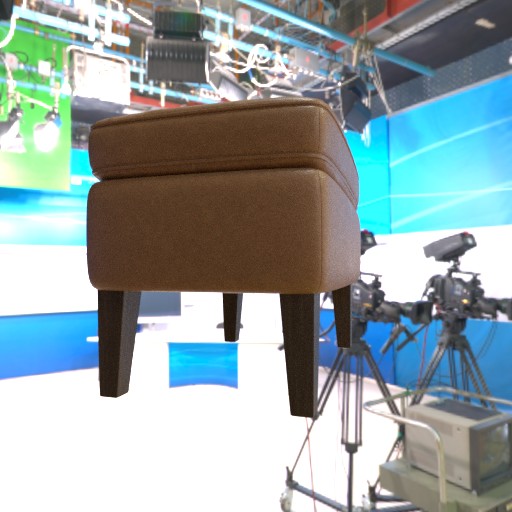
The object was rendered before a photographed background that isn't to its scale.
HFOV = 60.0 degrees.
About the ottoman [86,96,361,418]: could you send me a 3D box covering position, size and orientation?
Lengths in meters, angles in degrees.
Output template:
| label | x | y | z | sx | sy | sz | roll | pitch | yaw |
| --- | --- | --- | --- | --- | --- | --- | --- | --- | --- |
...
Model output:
| label | x | y | z | sx | sy | sz | roll | pitch | yaw |
| --- | --- | --- | --- | --- | --- | --- | --- | --- | --- |
| ottoman | 0.000 | 0.000 | 0.963 | 0.420 | 0.480 | 0.670 | 0 | -1 | 17 |
